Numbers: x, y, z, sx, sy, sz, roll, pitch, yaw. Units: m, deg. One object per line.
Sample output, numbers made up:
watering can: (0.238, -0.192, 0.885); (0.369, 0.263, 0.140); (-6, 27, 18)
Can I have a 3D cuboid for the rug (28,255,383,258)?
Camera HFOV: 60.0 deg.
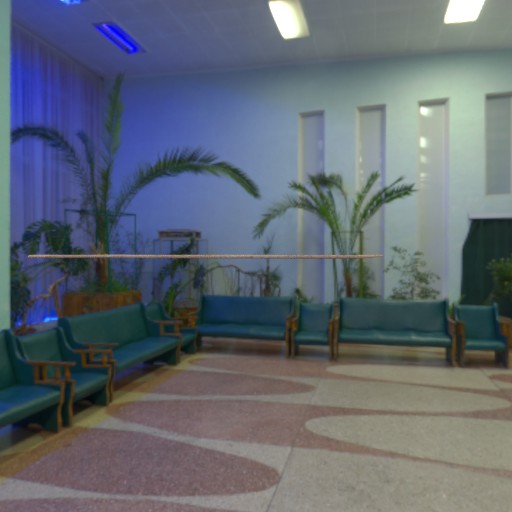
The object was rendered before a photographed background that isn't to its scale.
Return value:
rug: (0.000, 0.000, 3.044); (1.609, 0.015, 2.390); (0, 0, 18)
